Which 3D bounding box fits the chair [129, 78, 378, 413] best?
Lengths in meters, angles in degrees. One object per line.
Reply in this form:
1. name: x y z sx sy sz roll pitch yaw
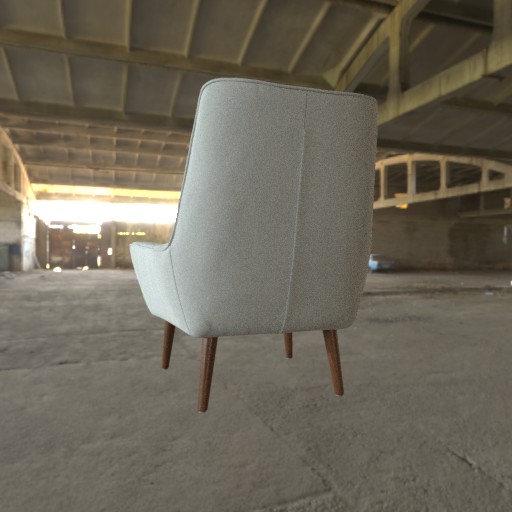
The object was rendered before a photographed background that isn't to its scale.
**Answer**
1. chair: 0.000 0.000 1.498 0.787 0.888 0.822 0 1 -19
